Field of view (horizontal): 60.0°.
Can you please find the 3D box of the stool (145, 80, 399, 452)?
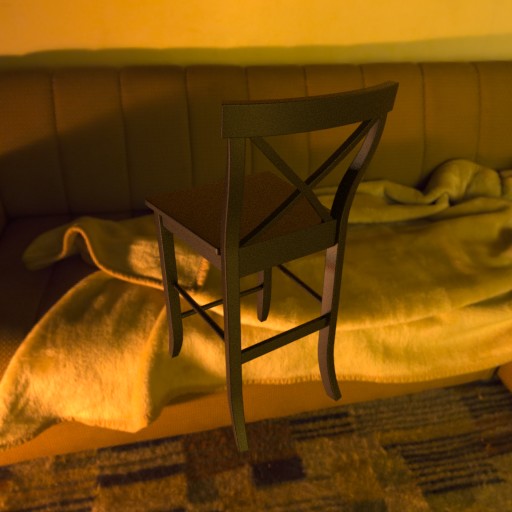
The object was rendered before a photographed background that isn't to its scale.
[{"bbox_3d":[0.000,0.000,1.299,0.452,0.989,0.559,-18,34,-27],"label":"stool"}]
